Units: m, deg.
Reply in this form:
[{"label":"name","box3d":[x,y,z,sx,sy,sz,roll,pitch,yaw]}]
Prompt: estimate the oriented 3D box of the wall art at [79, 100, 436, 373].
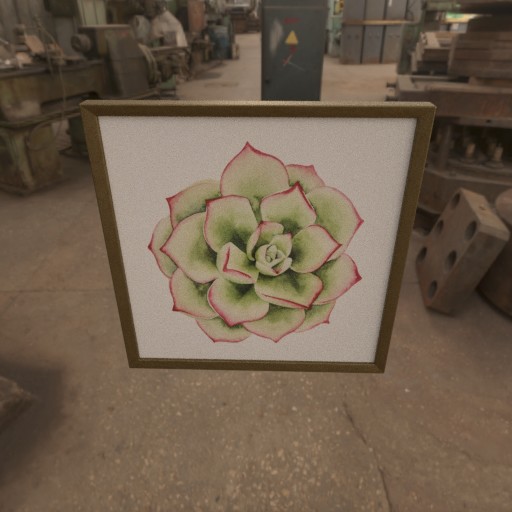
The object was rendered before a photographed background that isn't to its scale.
[{"label":"wall art","box3d":[0.000,0.000,0.761,0.503,0.506,0.031,1,30,1]}]
